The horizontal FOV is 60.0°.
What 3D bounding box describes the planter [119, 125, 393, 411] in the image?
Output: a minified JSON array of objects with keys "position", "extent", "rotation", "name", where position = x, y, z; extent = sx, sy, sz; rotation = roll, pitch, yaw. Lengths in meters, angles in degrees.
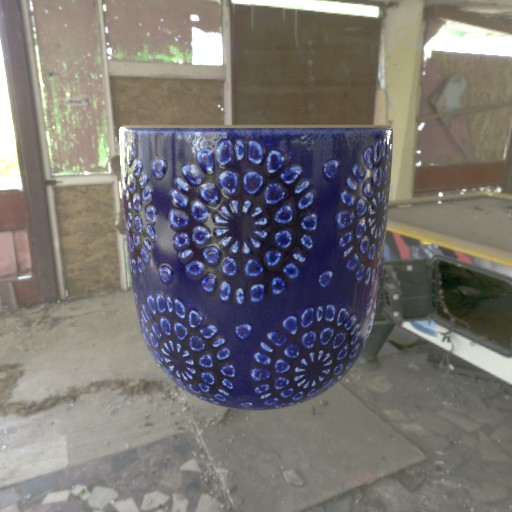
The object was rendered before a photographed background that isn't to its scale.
[{"position":[0.000,0.000,0.197],"extent":[0.109,0.112,0.109],"rotation":[0,16,0],"name":"planter"}]
